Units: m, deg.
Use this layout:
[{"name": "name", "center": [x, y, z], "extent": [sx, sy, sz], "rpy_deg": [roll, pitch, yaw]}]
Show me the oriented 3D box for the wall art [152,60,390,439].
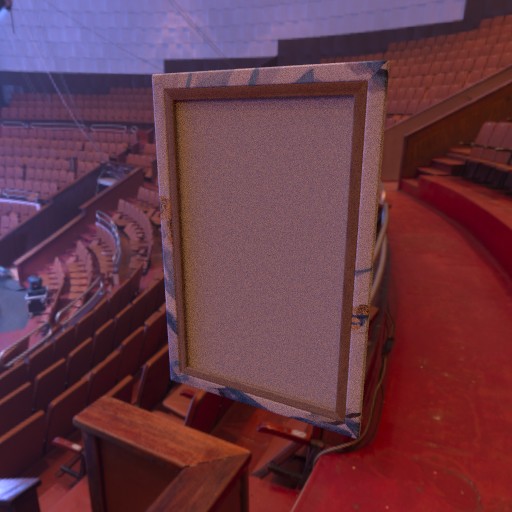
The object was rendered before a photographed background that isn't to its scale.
[{"name": "wall art", "center": [0.000, 0.000, 1.165], "extent": [0.610, 0.914, 0.016], "rpy_deg": [8, 19, 26]}]
